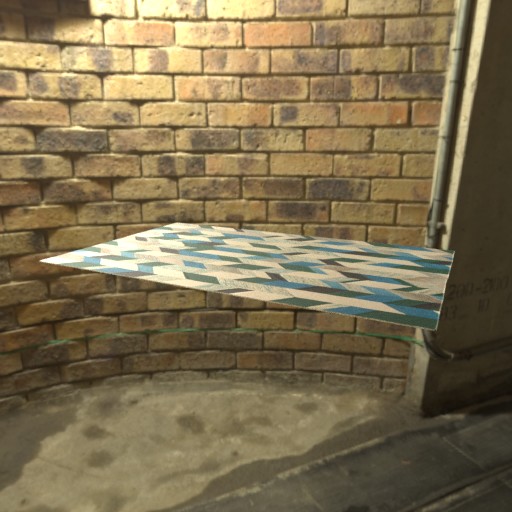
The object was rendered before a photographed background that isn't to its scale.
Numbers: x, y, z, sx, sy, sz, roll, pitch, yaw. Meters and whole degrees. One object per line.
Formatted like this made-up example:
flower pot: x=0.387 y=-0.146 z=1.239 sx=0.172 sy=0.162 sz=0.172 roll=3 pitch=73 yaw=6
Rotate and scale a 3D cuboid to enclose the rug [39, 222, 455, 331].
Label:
rug: x=0.000 y=0.000 z=3.028 sx=2.433 sy=0.007 sz=1.507 roll=7 pitch=17 yaw=25
